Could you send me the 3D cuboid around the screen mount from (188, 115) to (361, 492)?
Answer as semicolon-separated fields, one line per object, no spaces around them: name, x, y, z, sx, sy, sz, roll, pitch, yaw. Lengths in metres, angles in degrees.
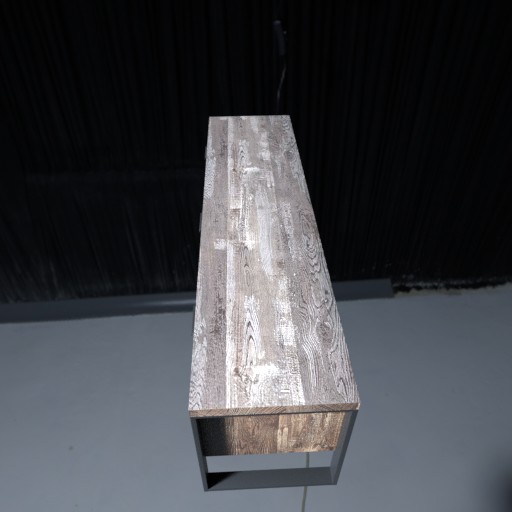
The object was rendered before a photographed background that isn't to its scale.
screen mount;0.000;0.000;1.704;0.395;0.450;1.524;-2;41;-2
